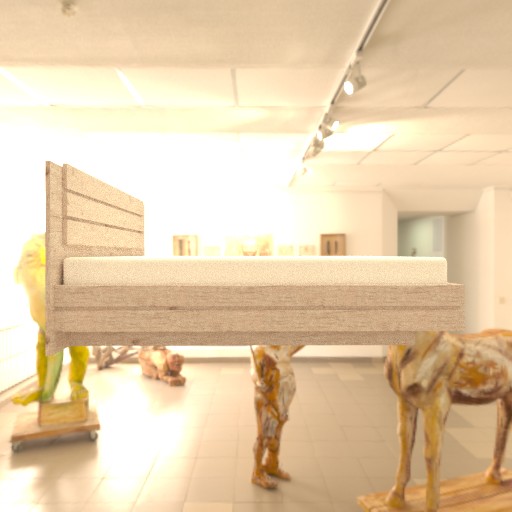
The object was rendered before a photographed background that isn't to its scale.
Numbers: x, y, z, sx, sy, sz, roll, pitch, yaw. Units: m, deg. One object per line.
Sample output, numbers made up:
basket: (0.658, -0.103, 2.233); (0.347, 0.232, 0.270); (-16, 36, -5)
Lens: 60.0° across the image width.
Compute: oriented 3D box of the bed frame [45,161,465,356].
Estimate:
bed frame: (0.000, 0.000, 3.147); (2.080, 0.970, 1.950); (0, 0, -1)
